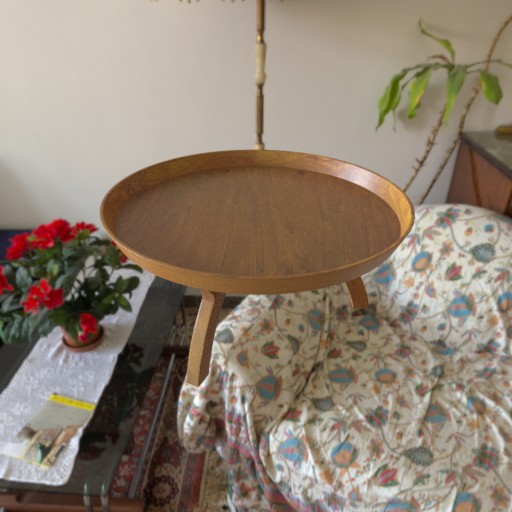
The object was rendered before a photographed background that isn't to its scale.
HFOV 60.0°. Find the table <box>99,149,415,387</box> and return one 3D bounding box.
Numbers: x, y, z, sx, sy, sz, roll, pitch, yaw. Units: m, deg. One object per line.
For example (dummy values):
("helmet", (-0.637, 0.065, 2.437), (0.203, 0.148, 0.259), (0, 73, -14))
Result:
("table", (0.000, 0.000, 1.586), (1.016, 0.470, 1.016), (0, 30, 0))
